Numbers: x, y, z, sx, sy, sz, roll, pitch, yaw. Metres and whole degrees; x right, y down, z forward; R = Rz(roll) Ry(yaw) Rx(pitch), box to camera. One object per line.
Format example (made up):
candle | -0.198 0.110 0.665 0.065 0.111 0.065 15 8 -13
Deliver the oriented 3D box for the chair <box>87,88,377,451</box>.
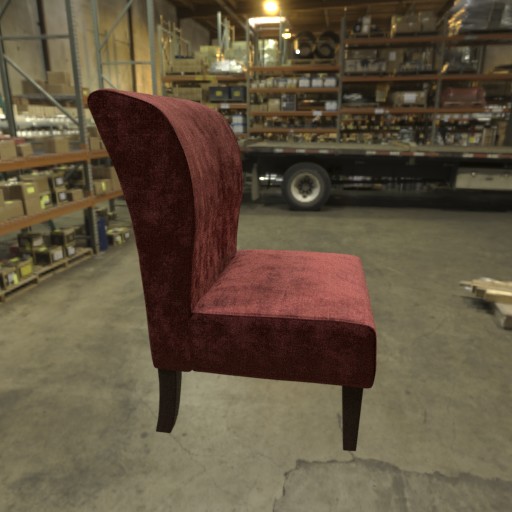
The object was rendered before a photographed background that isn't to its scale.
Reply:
chair | 0.000 0.000 1.222 0.640 0.846 0.538 3 17 10
